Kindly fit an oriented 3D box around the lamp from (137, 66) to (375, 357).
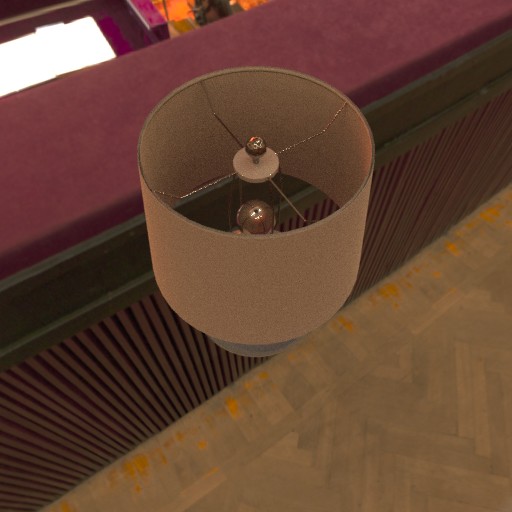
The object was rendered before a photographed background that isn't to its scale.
[{"bbox_3d":[0.000,0.000,0.550,0.247,0.387,0.247,0,58,0],"label":"lamp"}]
